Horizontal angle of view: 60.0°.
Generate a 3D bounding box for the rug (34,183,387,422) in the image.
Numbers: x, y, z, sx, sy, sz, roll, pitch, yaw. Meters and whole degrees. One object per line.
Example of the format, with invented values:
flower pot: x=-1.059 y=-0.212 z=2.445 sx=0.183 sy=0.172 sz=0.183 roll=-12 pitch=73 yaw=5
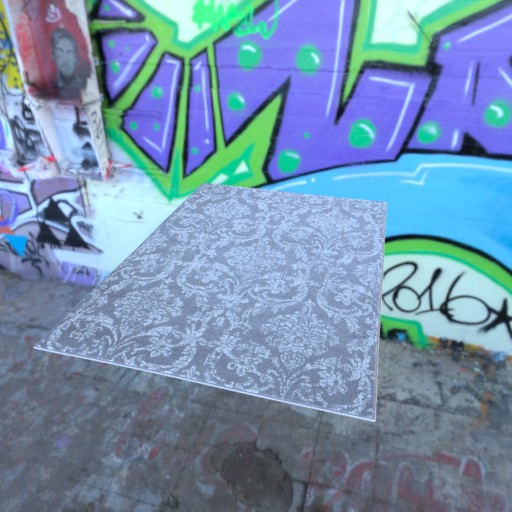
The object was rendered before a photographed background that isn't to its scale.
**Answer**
rug: x=0.000 y=0.000 z=2.829 sx=1.578 sy=0.014 sz=2.206 roll=8 pitch=31 yaw=13
